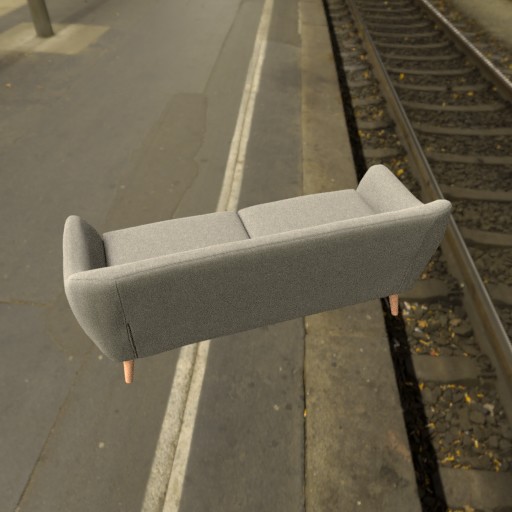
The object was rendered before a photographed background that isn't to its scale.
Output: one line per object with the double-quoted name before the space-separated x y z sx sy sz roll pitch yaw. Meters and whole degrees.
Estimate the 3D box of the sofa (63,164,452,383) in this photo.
"sofa" 0.000 0.000 2.305 1.840 0.820 0.820 -12 42 -13
